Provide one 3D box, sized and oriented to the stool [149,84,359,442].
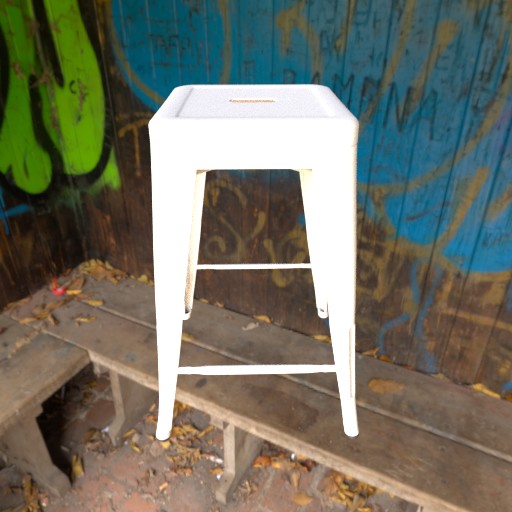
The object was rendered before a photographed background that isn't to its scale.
[{"bbox_3d":[0.000,0.000,0.897,0.406,0.610,0.406,-1,30,-1],"label":"stool"}]
